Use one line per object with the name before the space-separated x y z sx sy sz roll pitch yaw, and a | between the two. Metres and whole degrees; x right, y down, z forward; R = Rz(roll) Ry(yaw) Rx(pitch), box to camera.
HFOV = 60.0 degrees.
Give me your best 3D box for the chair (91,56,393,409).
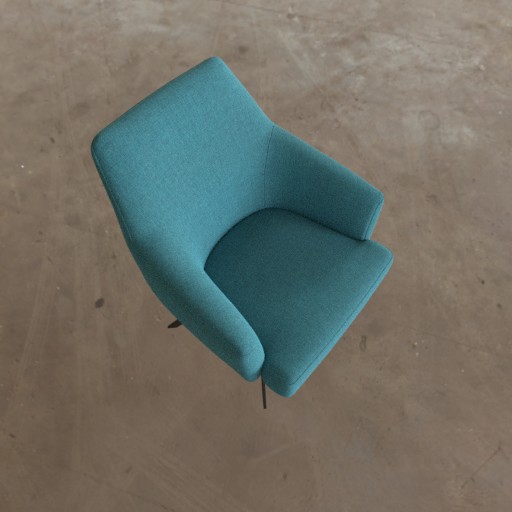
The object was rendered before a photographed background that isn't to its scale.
chair | 0.000 0.000 1.343 0.677 0.874 0.642 35 63 20
